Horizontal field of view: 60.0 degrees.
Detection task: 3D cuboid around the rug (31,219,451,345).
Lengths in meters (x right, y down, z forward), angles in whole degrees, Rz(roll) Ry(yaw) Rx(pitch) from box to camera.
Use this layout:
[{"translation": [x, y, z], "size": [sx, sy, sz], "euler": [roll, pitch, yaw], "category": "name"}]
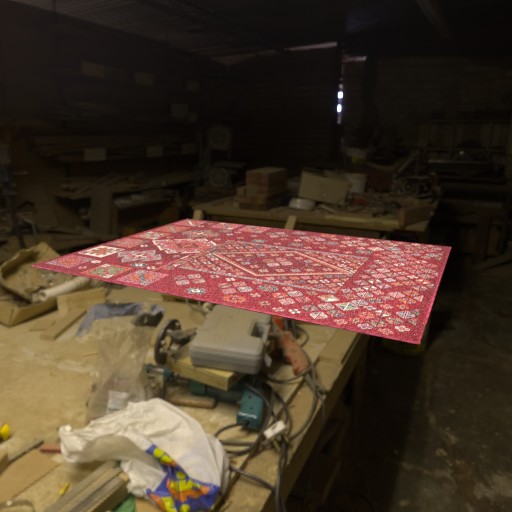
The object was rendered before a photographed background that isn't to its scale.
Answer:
[{"translation": [0.000, 0.000, 2.816], "size": [2.184, 0.007, 1.579], "euler": [8, 18, 26], "category": "rug"}]
